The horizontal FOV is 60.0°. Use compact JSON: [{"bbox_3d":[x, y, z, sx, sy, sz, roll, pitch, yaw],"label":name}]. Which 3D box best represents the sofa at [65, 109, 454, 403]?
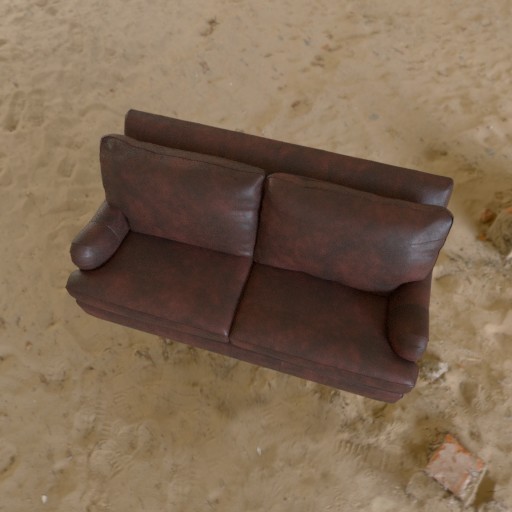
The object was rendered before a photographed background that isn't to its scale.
[{"bbox_3d":[0.000,0.000,2.788,2.144,1.071,1.147,14,60,8],"label":"sofa"}]
